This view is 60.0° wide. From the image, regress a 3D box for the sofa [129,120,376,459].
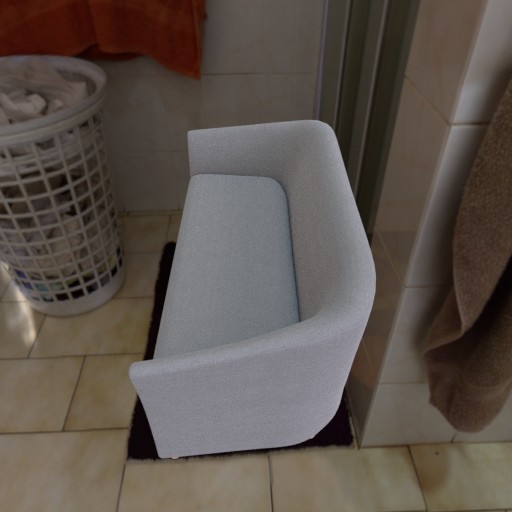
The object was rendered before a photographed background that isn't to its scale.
[{"bbox_3d":[0.000,0.000,1.860,0.705,0.721,1.452,0,41,0],"label":"sofa"}]
